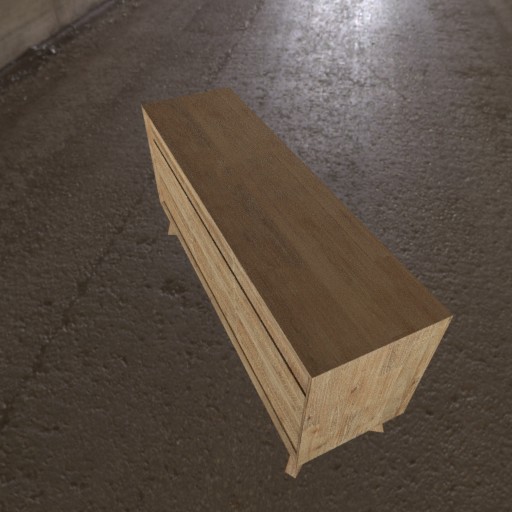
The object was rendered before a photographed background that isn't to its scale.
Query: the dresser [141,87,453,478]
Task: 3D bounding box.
[{"bbox_3d":[0.000,0.000,1.951,0.455,0.788,1.602,-19,48,-18],"label":"dresser"}]
